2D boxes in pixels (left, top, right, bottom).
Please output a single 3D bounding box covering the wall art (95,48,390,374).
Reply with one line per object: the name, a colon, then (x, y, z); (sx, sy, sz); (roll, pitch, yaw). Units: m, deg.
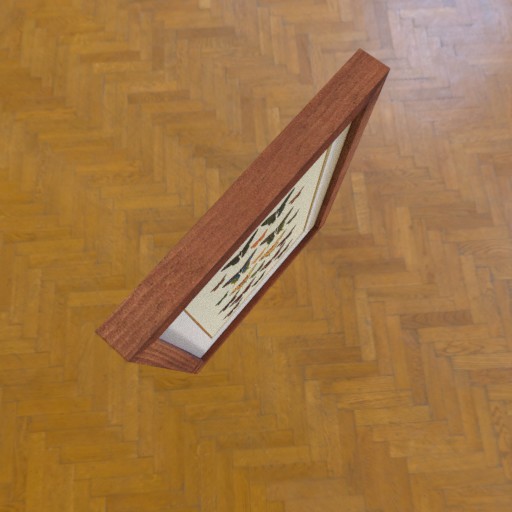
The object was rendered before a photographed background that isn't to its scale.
wall art: (0.000, 0.000, 0.627); (0.039, 0.449, 0.377); (39, 77, 10)
